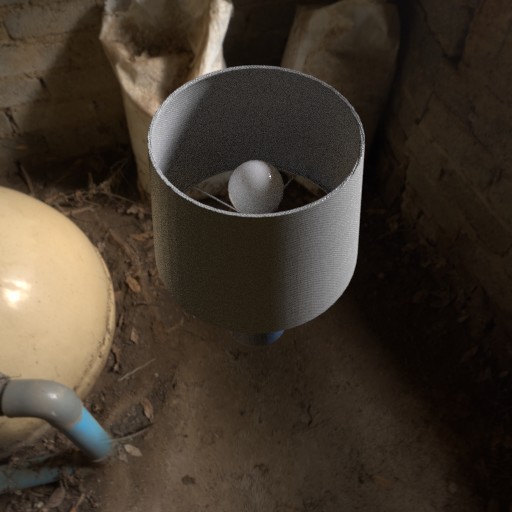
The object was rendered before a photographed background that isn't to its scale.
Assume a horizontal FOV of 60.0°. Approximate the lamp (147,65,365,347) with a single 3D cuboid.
[{"bbox_3d":[0.000,0.000,0.590,0.253,0.428,0.253,0,58,0],"label":"lamp"}]
